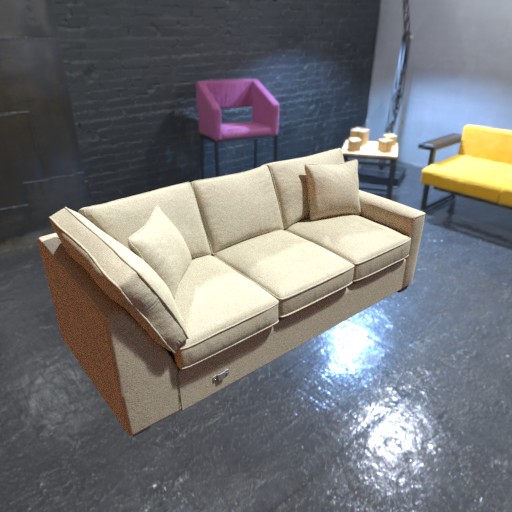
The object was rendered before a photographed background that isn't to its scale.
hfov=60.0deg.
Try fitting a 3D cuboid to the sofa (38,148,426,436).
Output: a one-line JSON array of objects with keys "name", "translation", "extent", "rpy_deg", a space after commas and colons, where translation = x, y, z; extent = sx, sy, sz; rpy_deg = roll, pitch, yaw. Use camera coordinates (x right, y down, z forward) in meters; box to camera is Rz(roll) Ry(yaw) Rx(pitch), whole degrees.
[{"name": "sofa", "translation": [0.000, 0.000, 2.889], "extent": [2.323, 0.948, 1.053], "rpy_deg": [-20, 34, -33]}]
